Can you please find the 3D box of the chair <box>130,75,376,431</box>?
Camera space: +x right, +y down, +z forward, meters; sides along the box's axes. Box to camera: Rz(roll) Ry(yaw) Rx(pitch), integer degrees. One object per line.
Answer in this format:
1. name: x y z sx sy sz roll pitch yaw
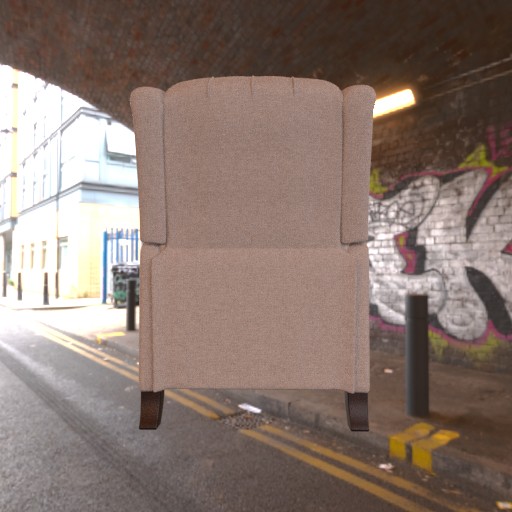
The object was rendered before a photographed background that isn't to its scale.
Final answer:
1. chair: 0.000 0.000 1.632 0.742 1.035 0.902 0 -2 1
